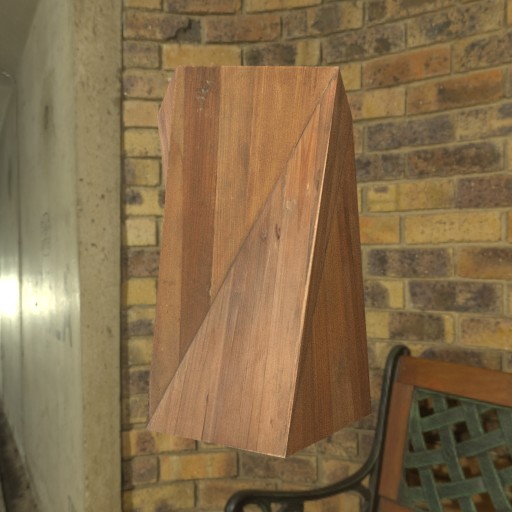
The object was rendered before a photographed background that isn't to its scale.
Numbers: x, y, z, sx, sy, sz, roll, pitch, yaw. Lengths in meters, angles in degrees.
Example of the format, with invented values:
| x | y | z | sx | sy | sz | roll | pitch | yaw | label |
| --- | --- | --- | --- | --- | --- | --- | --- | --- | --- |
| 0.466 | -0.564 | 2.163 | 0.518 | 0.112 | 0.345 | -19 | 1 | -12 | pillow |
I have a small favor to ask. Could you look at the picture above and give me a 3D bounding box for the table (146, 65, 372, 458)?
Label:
| x | y | z | sx | sy | sz | roll | pitch | yaw | label |
| --- | --- | --- | --- | --- | --- | --- | --- | --- | --- |
| 0.000 | 0.000 | 0.884 | 0.441 | 0.604 | 0.425 | 0 | 0 | 19 | table |
